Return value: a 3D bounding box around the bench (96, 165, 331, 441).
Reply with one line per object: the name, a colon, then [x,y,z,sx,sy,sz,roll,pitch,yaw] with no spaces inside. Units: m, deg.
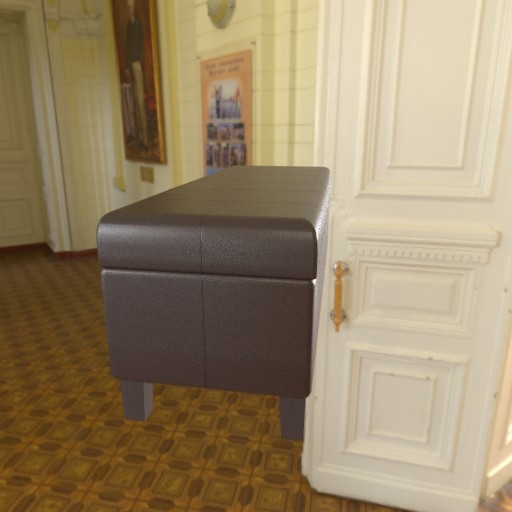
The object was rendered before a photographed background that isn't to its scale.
bench: [0.000,0.000,1.362,0.429,0.457,1.092,3,17,10]
